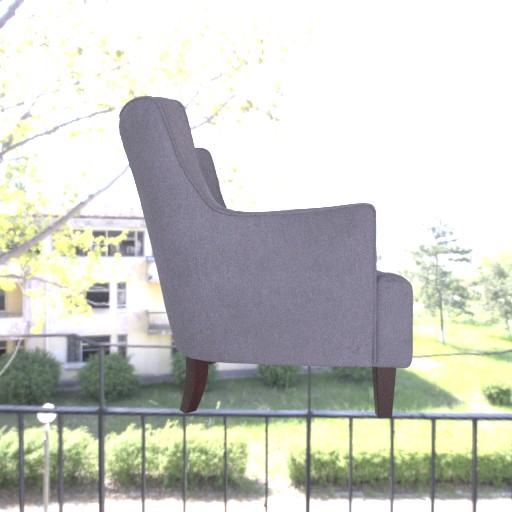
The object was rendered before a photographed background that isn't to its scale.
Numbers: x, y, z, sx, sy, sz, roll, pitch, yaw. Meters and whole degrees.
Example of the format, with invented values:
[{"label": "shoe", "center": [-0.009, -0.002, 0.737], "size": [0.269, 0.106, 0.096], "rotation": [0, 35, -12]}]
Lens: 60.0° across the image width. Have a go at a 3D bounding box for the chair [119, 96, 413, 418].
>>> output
[{"label": "chair", "center": [0.000, 0.000, 1.594], "size": [0.910, 0.919, 0.781], "rotation": [0, 1, 1]}]
